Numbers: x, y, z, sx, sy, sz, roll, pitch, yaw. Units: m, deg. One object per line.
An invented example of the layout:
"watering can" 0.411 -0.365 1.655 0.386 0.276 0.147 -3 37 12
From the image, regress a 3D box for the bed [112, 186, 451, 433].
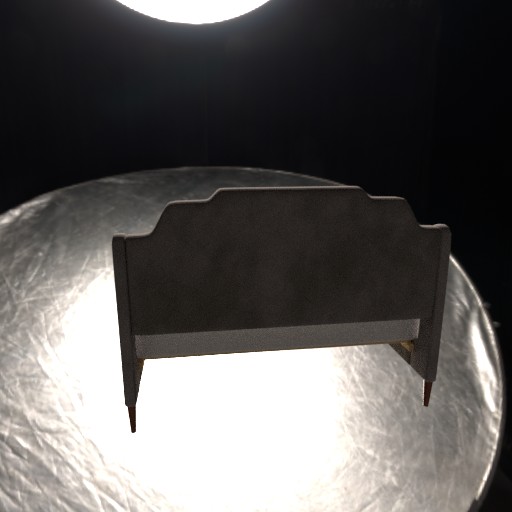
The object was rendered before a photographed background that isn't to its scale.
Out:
"bed" 0.000 0.000 3.339 1.676 1.245 2.340 -2 15 -8
